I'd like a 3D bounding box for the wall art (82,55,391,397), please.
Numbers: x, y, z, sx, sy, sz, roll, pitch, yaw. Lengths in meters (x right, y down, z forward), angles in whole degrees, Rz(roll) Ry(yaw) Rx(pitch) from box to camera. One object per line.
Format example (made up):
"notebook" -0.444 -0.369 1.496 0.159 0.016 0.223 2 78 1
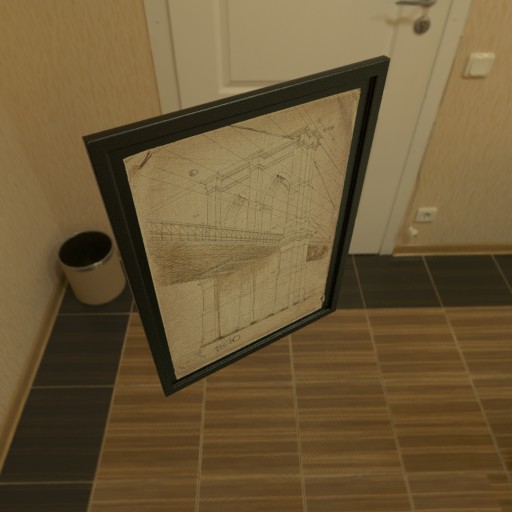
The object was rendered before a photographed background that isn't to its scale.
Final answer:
"wall art" 0.000 0.000 0.853 0.480 0.657 0.016 -23 50 -20
